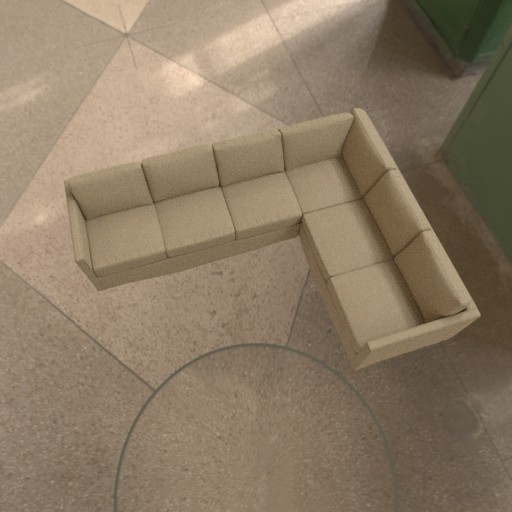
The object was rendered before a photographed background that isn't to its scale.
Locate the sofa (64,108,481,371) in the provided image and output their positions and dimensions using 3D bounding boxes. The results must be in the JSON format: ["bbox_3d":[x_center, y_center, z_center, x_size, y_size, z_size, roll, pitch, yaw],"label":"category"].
[{"bbox_3d":[0.000,0.000,4.203,3.182,0.871,2.432,-15,64,-8],"label":"sofa"}]
